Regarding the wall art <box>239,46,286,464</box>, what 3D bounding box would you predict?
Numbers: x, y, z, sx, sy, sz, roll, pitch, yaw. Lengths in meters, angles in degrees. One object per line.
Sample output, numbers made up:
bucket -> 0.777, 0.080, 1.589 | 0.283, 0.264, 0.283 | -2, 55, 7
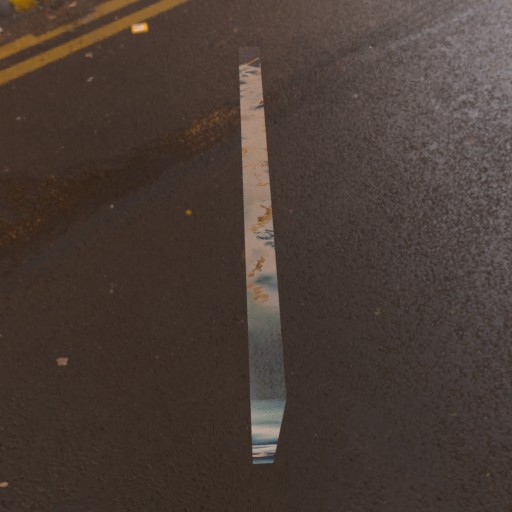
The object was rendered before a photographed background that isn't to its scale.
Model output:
wall art -> 0.000, 0.000, 0.777 | 0.036, 0.405, 0.607 | -2, 57, -1
